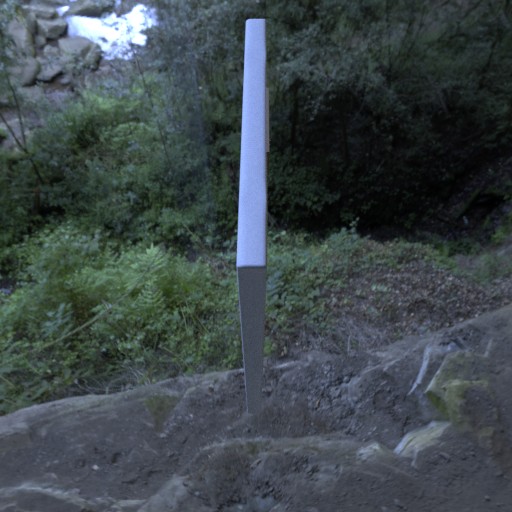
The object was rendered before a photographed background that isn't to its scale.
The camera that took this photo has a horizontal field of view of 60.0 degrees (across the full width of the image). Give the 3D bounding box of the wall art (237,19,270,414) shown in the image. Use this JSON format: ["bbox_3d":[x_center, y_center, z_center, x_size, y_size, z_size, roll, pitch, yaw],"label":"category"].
[{"bbox_3d":[0.000,0.000,1.158,0.048,0.916,0.602,0,58,0],"label":"wall art"}]
